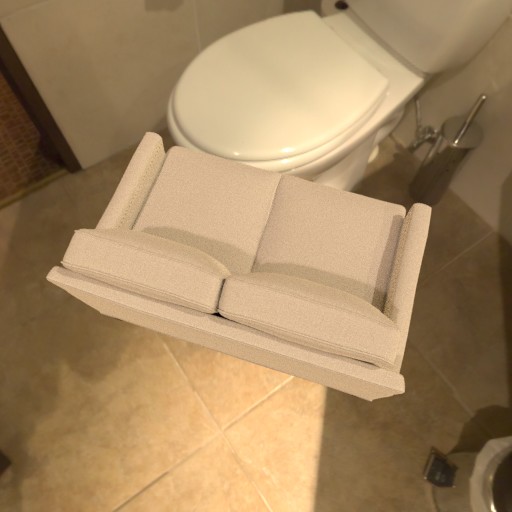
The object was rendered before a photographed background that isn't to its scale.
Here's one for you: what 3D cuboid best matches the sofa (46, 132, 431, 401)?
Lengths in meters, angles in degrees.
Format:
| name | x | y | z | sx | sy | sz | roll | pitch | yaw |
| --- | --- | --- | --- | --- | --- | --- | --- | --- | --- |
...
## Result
| name | x | y | z | sx | sy | sz | roll | pitch | yaw |
| --- | --- | --- | --- | --- | --- | --- | --- | --- | --- |
| sofa | 0.000 | 0.000 | 2.273 | 1.597 | 1.003 | 1.084 | 16 | 66 | 8 |
